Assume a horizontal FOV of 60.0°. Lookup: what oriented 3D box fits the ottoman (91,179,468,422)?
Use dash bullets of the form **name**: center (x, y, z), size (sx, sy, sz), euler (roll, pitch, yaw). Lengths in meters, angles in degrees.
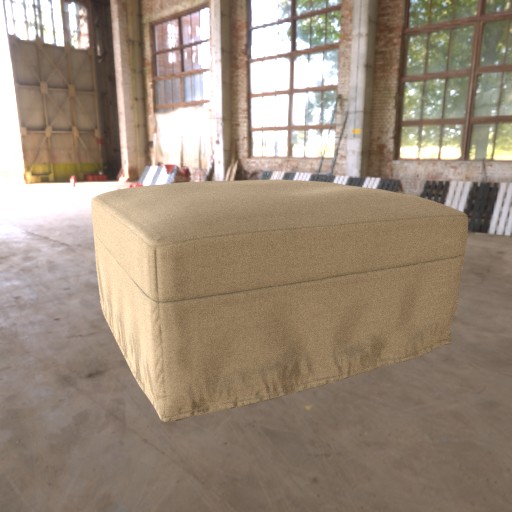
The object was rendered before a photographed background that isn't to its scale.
- **ottoman**: center (0.000, 0.000, 1.337), size (0.840, 0.436, 0.843), euler (-7, 15, -26)
